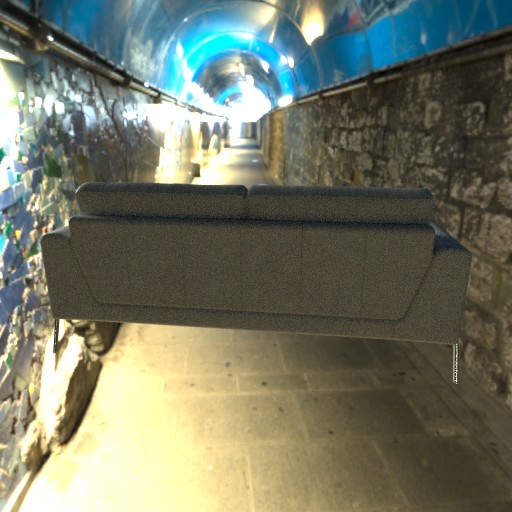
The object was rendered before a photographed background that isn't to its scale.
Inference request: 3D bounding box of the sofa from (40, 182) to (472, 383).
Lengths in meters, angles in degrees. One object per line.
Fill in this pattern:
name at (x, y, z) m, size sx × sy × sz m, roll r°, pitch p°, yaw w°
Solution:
sofa at (0.000, 0.000, 2.501) m, size 2.017 × 0.875 × 0.953 m, roll 2°, pitch 16°, yaw 8°
